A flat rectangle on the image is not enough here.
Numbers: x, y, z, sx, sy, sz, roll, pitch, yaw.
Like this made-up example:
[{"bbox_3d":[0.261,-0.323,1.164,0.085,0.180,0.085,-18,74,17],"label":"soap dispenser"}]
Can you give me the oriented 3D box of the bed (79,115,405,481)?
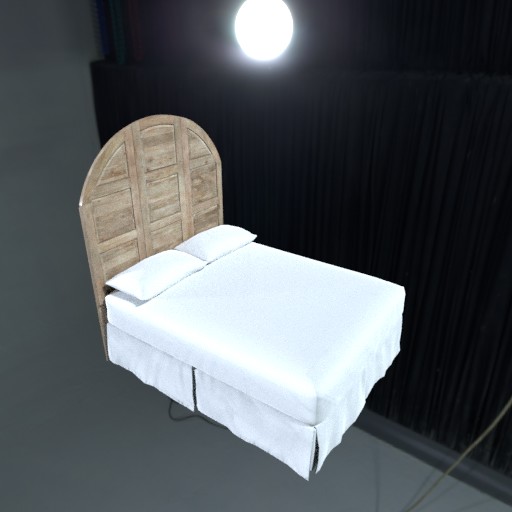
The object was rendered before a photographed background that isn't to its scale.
[{"bbox_3d":[0.000,0.000,3.550,2.112,2.002,1.713,17,30,31],"label":"bed"}]
